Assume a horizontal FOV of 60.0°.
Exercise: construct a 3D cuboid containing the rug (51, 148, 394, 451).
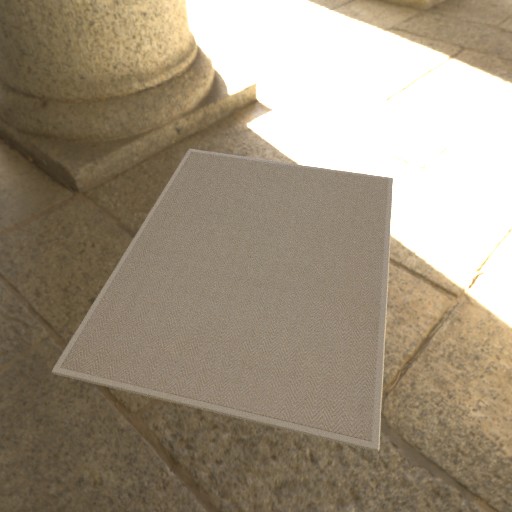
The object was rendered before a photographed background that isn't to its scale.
[{"bbox_3d":[0.000,0.000,4.114,2.407,0.020,3.051,10,48,9],"label":"rug"}]
